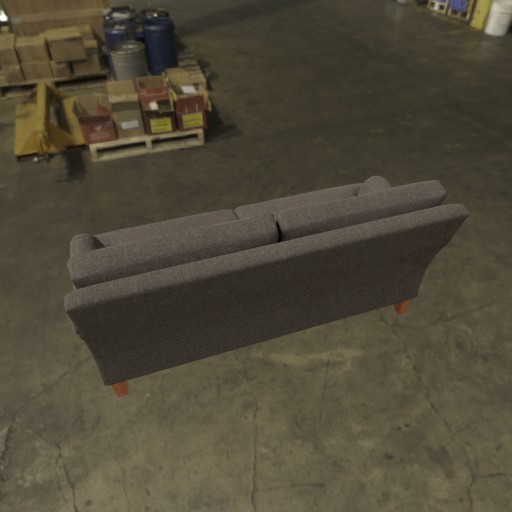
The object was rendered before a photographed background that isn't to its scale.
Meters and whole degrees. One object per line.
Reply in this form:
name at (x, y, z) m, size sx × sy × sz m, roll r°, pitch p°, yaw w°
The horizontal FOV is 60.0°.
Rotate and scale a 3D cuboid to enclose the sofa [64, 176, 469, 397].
sofa at (0.000, 0.000, 2.806) m, size 2.160 × 1.054 × 1.087 m, roll -13°, pitch 43°, yaw -15°
